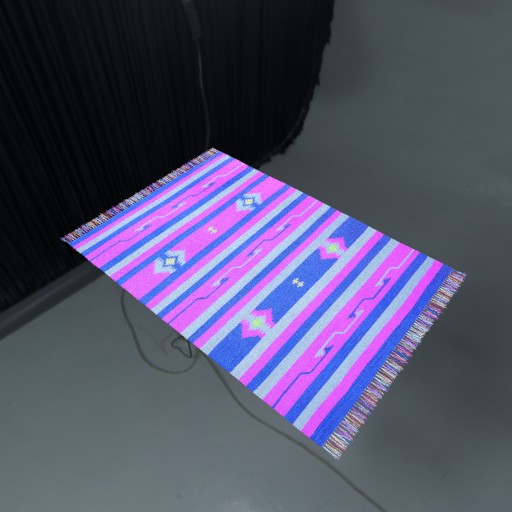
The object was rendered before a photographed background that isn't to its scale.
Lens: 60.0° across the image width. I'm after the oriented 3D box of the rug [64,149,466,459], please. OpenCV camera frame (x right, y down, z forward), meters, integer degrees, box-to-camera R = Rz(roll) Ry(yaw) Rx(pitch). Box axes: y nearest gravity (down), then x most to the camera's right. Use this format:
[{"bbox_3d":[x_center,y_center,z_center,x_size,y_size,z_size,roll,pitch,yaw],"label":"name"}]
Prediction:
[{"bbox_3d":[0.000,0.000,3.015,2.350,0.013,1.539,32,54,27],"label":"rug"}]
